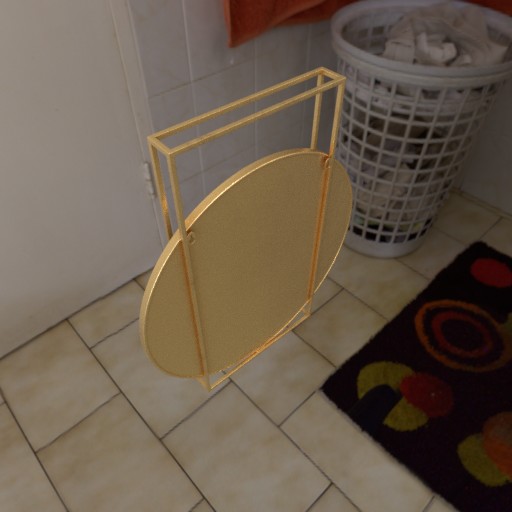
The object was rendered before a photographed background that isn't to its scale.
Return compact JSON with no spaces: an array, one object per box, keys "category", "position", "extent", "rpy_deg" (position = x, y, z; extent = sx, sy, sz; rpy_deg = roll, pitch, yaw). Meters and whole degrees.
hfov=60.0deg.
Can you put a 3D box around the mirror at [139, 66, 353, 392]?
[{"category":"mirror","position":[0.000,0.000,0.826],"extent":[0.508,0.603,0.051],"rpy_deg":[-32,54,-27]}]
